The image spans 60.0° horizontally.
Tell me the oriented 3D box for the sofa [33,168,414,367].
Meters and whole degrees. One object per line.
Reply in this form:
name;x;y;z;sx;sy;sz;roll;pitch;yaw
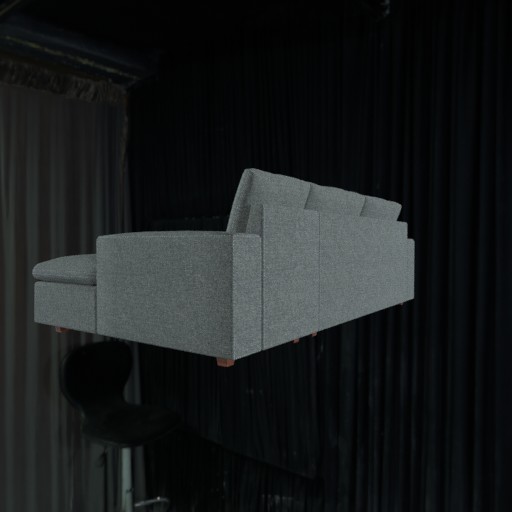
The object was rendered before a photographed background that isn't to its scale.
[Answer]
sofa;0.000;0.000;3.509;1.689;0.940;2.718;1;2;35
